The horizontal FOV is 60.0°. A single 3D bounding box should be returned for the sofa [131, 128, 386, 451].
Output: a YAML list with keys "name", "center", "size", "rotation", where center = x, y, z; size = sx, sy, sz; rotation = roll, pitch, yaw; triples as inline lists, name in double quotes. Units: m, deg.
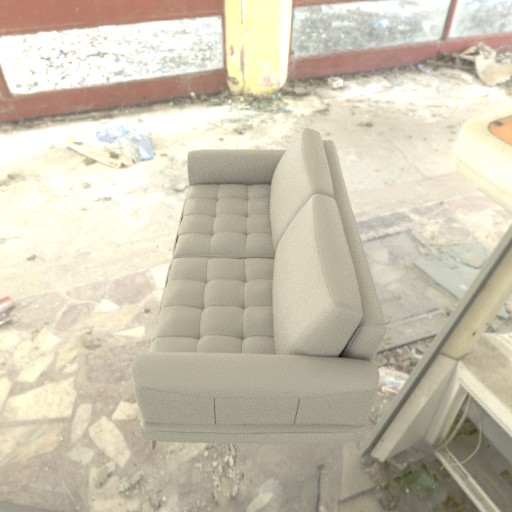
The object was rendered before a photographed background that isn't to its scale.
- name: "sofa"
  center: [0.000, 0.000, 2.743]
  size: [1.121, 0.930, 2.177]
  rotation: [0, 40, 0]
